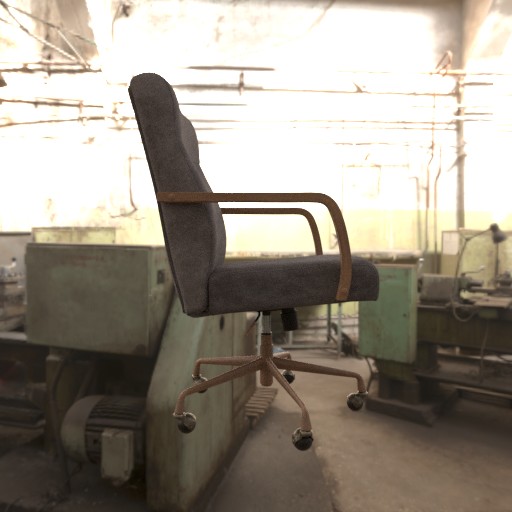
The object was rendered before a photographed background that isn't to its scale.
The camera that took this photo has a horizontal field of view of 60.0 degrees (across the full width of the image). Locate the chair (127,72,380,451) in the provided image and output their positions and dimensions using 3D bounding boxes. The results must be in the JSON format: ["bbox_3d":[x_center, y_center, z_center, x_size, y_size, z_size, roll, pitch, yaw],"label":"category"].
[{"bbox_3d":[0.000,0.000,1.458,0.741,1.029,0.640,0,2,0],"label":"chair"}]
